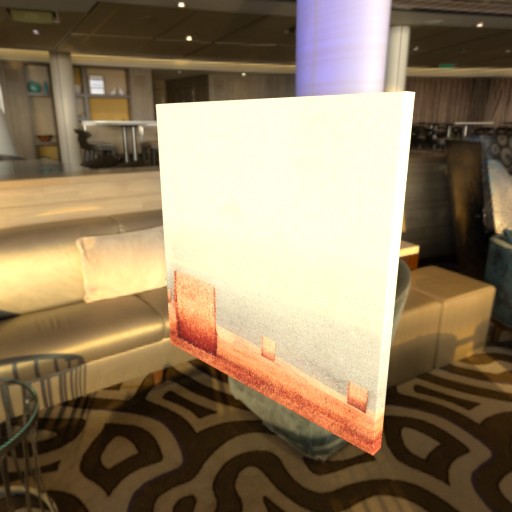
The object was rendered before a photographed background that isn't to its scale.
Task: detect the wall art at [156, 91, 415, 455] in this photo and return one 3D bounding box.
[{"bbox_3d":[0.000,0.000,0.909,0.605,0.605,0.034,15,22,42],"label":"wall art"}]
